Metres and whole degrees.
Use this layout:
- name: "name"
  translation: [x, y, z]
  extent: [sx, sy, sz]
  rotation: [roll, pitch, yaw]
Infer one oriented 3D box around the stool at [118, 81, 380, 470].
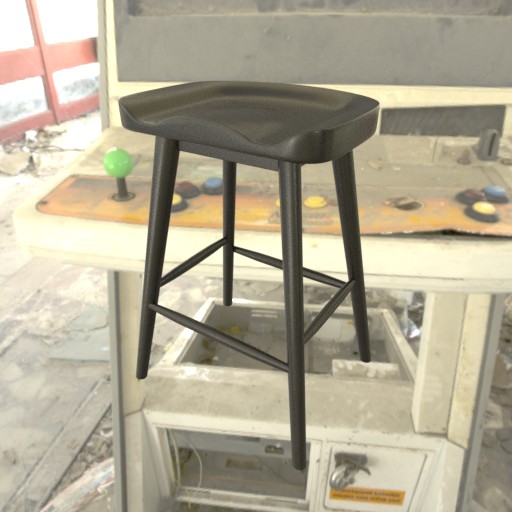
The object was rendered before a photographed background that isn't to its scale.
- name: "stool"
  translation: [0.000, 0.000, 0.896]
  extent: [0.440, 0.615, 0.361]
  rotation: [18, 35, 28]
